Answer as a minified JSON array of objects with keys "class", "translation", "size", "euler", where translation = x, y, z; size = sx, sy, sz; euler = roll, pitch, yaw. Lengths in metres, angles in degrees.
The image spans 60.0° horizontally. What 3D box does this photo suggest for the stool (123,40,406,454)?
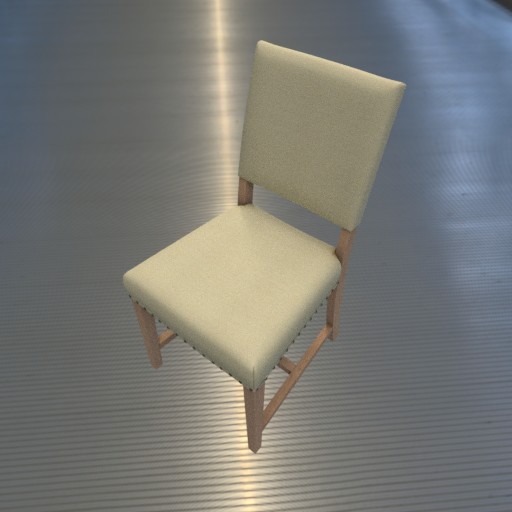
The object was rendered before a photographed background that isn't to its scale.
[{"class":"stool","translation":[0.000,0.000,1.323],"size":[0.508,0.986,0.623],"euler":[31,52,27]}]
